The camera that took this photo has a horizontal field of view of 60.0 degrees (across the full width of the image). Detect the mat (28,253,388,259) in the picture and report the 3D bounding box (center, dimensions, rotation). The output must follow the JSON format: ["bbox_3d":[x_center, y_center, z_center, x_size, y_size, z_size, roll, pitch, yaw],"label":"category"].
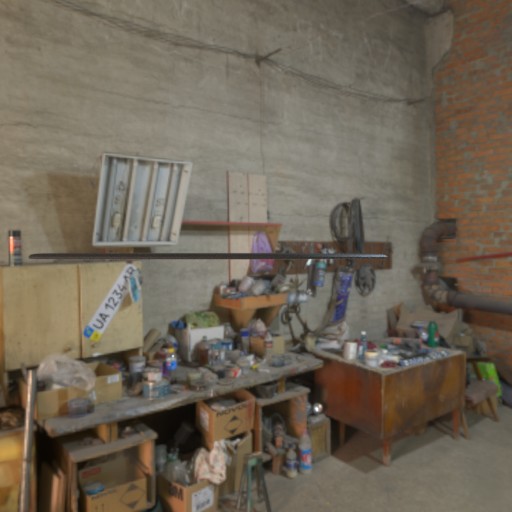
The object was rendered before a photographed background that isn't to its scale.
[{"bbox_3d":[0.000,0.000,1.611,0.917,0.016,1.220,0,0,17],"label":"mat"}]
